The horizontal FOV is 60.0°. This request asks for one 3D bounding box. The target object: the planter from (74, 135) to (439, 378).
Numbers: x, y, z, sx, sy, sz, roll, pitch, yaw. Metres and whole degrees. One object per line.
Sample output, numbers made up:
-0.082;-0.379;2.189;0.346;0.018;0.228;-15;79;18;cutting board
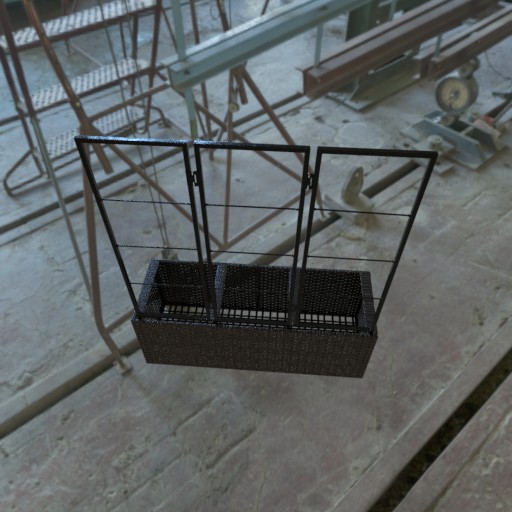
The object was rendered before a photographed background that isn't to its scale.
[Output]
0.000;0.000;1.193;0.699;0.841;0.244;3;48;3;planter
